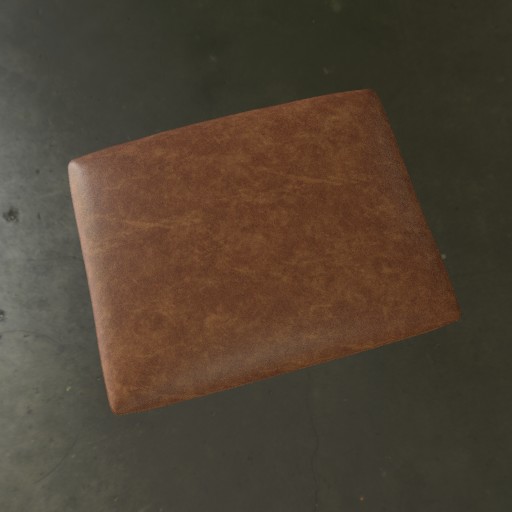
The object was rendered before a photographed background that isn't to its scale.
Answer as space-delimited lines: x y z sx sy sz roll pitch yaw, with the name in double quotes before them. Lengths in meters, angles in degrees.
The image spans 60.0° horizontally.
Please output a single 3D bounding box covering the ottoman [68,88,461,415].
"ottoman" 0.000 0.000 1.117 0.742 0.486 0.586 -15 76 -4
